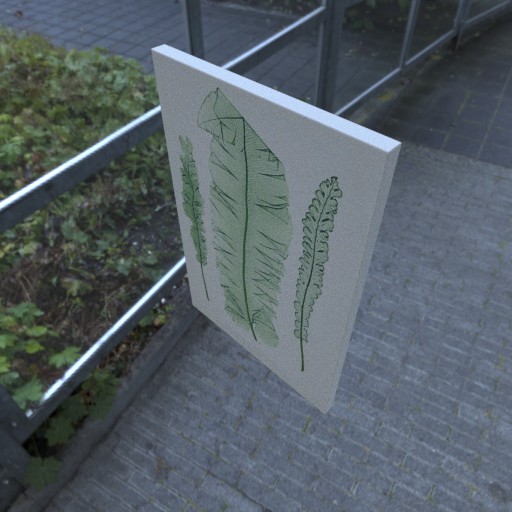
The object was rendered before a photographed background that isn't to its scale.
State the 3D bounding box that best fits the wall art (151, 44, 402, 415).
[{"bbox_3d":[0.000,0.000,1.175,0.610,0.914,0.038,34,54,29],"label":"wall art"}]
